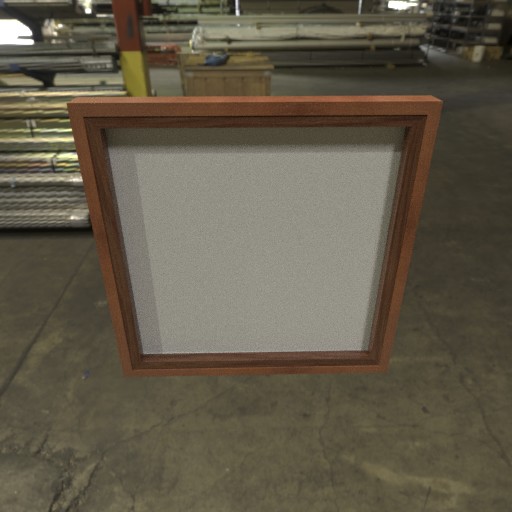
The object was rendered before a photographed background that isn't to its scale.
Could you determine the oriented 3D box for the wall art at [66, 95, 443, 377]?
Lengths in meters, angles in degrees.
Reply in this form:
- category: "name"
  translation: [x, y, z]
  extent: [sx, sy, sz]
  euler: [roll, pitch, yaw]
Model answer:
- category: "wall art"
  translation: [0.000, 0.000, 0.591]
  extent: [0.403, 0.403, 0.035]
  euler: [-1, 31, -1]
